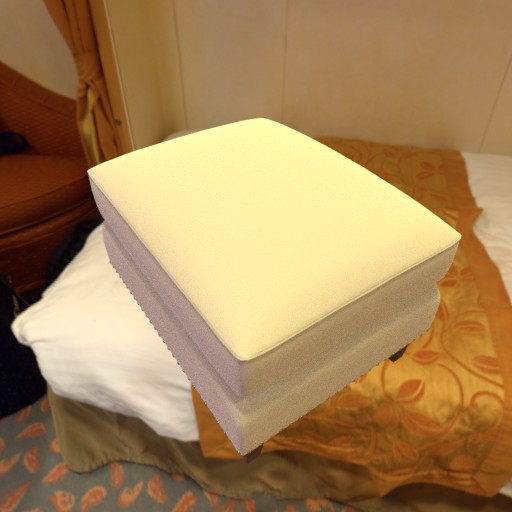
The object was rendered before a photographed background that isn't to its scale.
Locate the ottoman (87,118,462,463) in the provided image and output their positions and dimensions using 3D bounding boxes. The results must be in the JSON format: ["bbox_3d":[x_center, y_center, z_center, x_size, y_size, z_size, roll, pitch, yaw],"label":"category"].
[{"bbox_3d":[0.000,0.000,1.152,0.584,0.513,0.741,-24,46,-26],"label":"ottoman"}]
